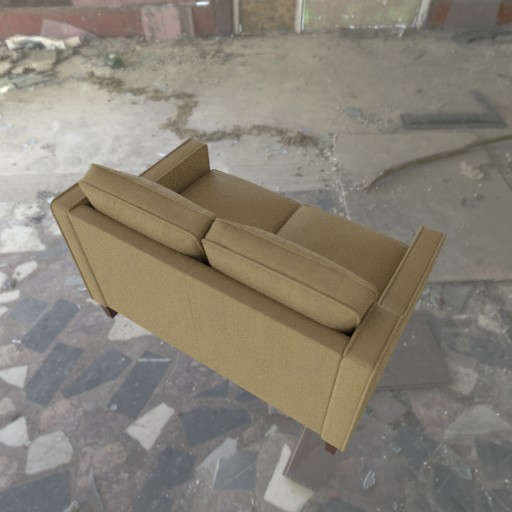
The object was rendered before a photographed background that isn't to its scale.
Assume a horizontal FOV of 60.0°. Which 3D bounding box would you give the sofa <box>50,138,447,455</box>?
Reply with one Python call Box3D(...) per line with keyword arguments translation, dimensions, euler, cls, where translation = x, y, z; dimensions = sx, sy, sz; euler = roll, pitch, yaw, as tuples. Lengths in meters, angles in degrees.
Box3D(translation=(0.000, 0.000, 2.159), dimensions=(1.501, 0.971, 0.987), euler=(25, 52, 22), cls="sofa")
